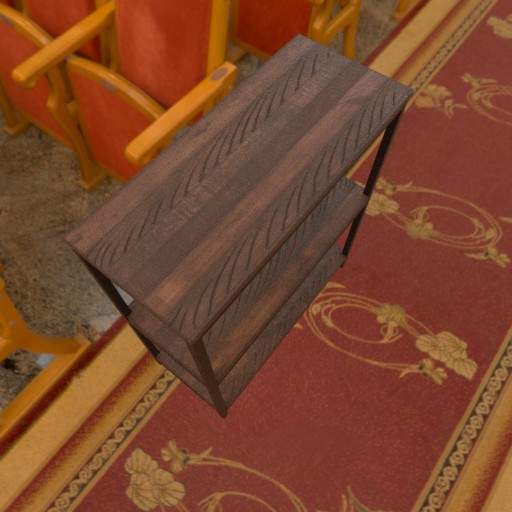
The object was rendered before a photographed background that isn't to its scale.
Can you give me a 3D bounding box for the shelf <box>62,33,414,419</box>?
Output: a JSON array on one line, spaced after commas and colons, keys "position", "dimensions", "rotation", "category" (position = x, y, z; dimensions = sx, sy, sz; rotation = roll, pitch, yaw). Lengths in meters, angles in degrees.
[{"position": [0.000, 0.000, 1.415], "dimensions": [0.352, 0.947, 0.822], "rotation": [35, 67, 17], "category": "shelf"}]
